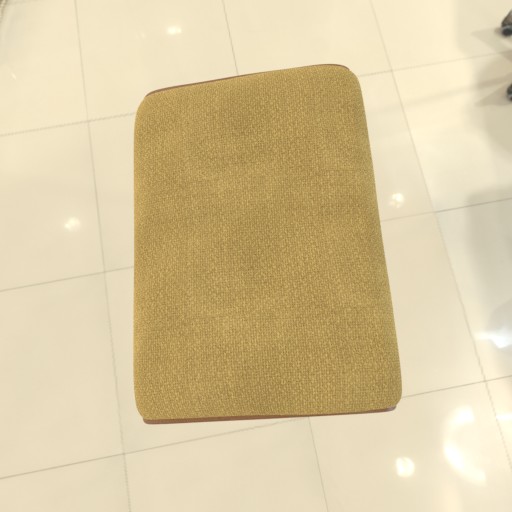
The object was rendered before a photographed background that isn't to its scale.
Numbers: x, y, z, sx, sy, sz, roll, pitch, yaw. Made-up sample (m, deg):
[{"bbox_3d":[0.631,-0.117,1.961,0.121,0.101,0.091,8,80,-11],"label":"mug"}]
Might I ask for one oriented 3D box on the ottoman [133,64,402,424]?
[{"bbox_3d":[0.000,0.000,0.794,0.394,0.391,0.520,-4,76,-1],"label":"ottoman"}]
